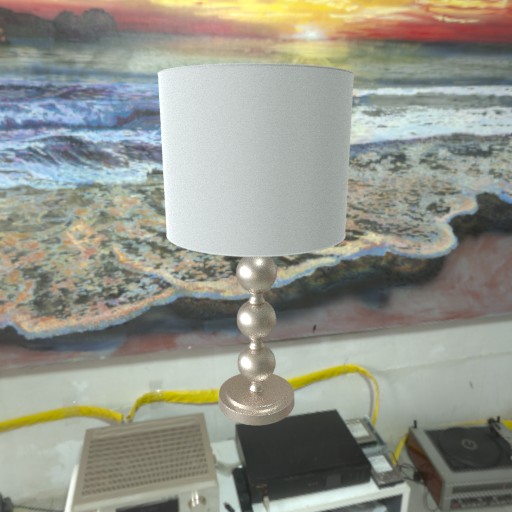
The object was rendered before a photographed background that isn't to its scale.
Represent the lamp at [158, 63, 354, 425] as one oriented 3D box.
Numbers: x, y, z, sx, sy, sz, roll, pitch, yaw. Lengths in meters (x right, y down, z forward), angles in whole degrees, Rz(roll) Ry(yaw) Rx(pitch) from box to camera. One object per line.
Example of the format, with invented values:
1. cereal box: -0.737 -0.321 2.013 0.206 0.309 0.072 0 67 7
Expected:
1. lamp: 0.000 0.000 0.710 0.277 0.538 0.277 -15 23 -42
